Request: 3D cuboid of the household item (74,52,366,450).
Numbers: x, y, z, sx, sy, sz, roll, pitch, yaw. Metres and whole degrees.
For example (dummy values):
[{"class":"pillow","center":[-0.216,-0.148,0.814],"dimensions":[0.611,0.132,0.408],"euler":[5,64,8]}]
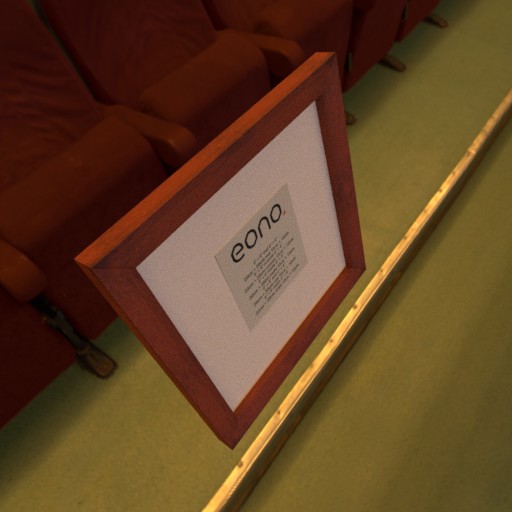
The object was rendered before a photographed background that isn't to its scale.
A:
[{"class":"household item","center":[0.000,0.000,0.377],"dimensions":[0.131,0.240,0.240],"euler":[33,63,19]}]
